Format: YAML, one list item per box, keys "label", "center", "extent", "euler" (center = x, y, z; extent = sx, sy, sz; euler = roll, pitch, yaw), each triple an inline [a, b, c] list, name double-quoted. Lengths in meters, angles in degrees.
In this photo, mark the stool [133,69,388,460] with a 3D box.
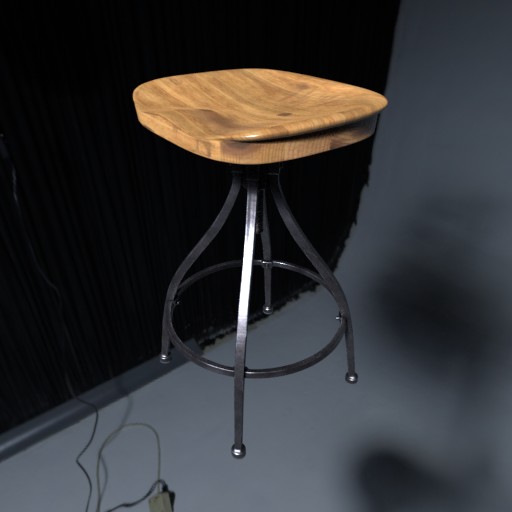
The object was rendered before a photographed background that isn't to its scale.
- label: "stool"
  center: [0.000, 0.000, 0.968]
  extent: [0.424, 0.694, 0.432]
  euler: [-21, 38, -30]
